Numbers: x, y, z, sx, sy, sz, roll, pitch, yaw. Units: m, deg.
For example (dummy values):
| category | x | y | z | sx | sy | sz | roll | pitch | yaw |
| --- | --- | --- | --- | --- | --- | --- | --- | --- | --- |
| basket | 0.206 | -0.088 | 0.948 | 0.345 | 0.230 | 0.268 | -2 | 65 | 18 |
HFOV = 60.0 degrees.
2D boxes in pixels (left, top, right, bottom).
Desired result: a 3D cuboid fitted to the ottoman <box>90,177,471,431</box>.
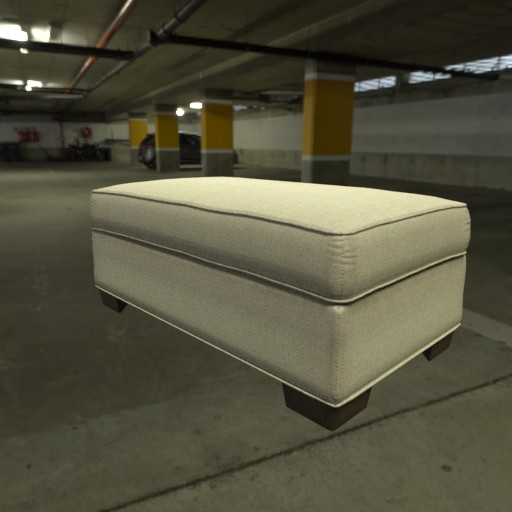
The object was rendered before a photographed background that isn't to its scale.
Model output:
| category | x | y | z | sx | sy | sz | roll | pitch | yaw |
| --- | --- | --- | --- | --- | --- | --- | --- | --- | --- |
| ottoman | 0.000 | 0.000 | 1.421 | 0.617 | 0.461 | 1.097 | -13 | 20 | -42 |
